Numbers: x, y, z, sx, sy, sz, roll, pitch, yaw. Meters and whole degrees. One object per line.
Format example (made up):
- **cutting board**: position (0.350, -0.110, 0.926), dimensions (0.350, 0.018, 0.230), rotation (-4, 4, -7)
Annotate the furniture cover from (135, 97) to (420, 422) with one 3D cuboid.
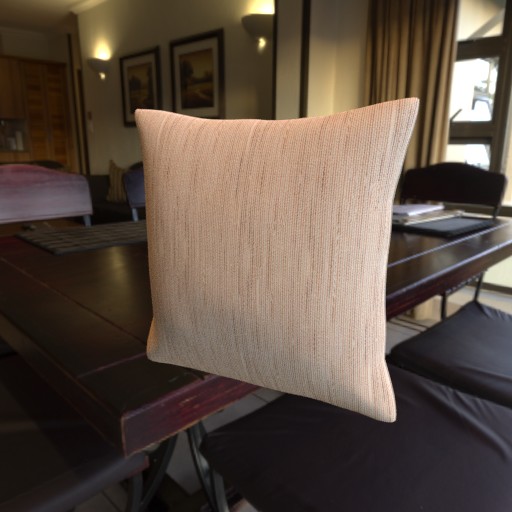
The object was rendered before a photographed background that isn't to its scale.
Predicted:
- **furniture cover**: position (0.000, 0.000, 0.776), dimensions (0.512, 0.506, 0.178), rotation (7, 16, 25)
